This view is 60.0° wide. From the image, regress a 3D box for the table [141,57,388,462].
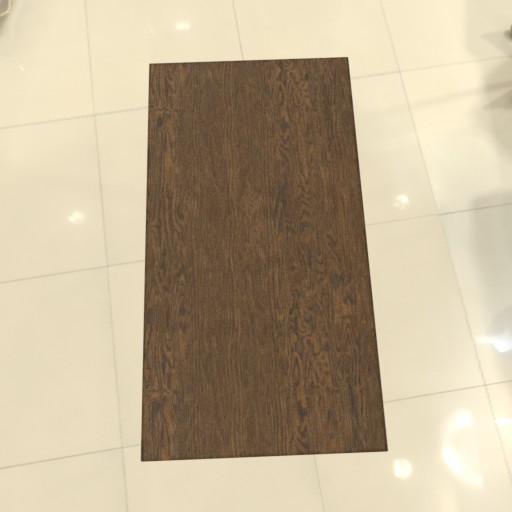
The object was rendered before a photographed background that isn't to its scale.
[{"bbox_3d":[0.000,0.000,2.544,1.078,0.795,1.989,-2,76,-1],"label":"table"}]
